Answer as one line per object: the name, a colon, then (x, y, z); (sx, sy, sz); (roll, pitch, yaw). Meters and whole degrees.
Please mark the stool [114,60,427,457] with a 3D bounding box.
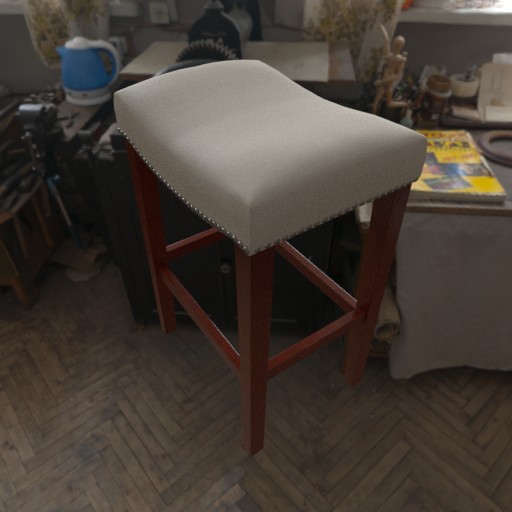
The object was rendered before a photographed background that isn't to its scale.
stool: (0.000, 0.000, 1.032); (0.372, 0.742, 0.504); (-24, 46, -26)
